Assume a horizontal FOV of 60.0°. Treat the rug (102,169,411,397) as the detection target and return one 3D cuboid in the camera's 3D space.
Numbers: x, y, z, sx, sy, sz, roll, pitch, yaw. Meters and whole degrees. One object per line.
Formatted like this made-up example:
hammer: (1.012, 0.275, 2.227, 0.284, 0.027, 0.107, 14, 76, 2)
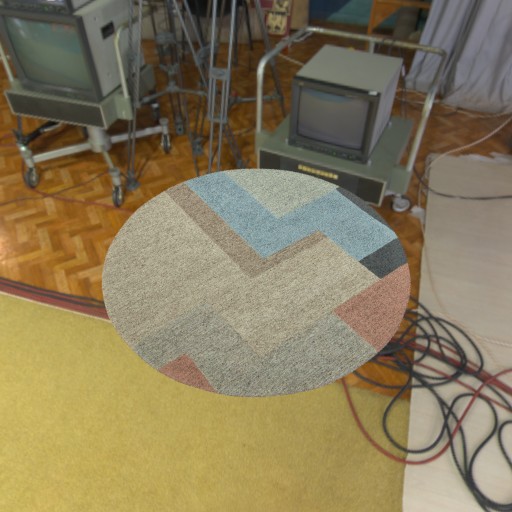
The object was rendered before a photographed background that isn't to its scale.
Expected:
rug: (0.000, 0.000, 3.634, 2.461, 0.033, 2.461, 0, 46, 0)
